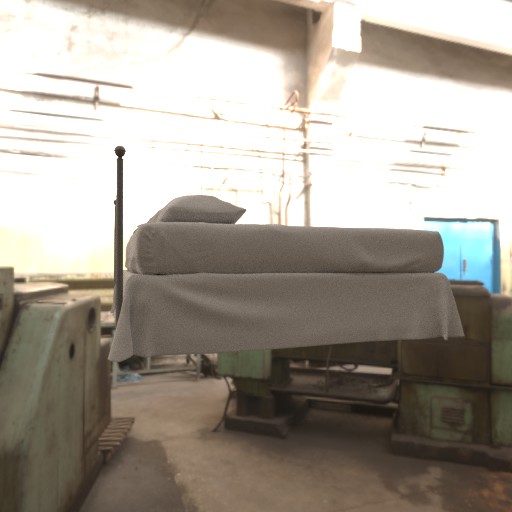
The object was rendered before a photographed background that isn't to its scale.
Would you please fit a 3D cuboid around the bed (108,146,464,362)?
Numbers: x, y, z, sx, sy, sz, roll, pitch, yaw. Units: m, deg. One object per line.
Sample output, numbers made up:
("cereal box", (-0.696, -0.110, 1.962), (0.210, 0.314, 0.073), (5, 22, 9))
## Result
("bed", (0.000, 0.000, 3.537), (2.220, 1.080, 2.309), (0, -1, -18))
